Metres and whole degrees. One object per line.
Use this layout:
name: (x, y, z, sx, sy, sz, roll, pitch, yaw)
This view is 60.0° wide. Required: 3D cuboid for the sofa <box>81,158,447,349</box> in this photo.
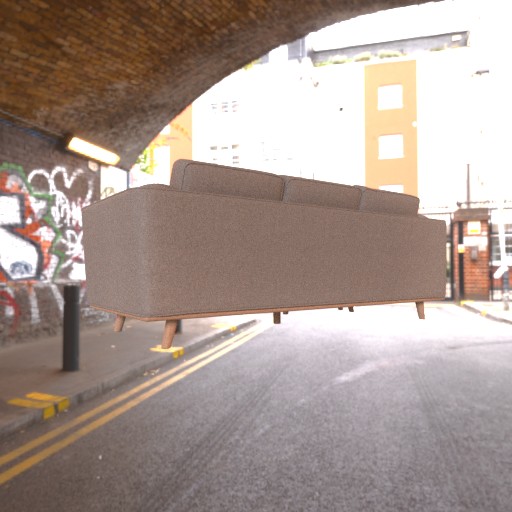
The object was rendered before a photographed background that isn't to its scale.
sofa: (0.000, 0.000, 3.220, 2.411, 0.929, 1.604, 1, -2, -36)
